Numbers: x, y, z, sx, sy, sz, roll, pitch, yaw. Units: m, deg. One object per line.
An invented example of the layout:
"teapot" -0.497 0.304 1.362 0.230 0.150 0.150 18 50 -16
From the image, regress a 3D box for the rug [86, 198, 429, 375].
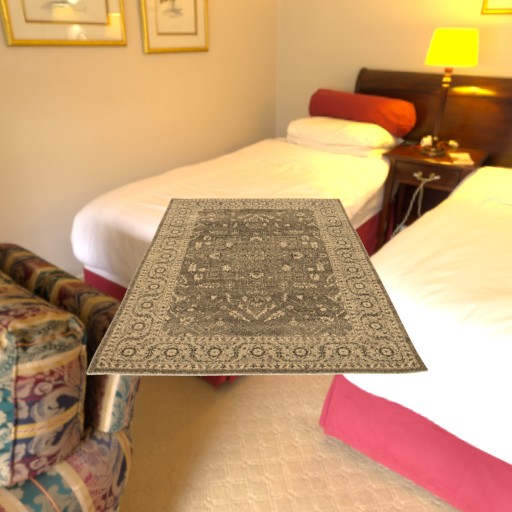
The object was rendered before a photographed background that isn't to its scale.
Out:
"rug" 0.000 0.000 2.367 1.209 0.019 1.828 0 27 0
